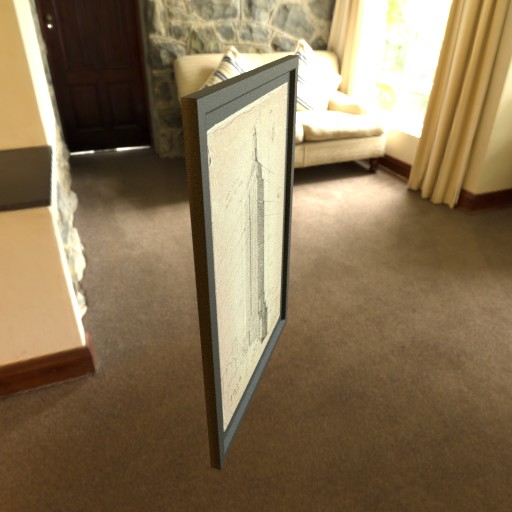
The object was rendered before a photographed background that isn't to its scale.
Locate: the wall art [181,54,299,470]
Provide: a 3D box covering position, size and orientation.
[{"bbox_3d":[0.000,0.000,0.554,0.013,0.431,0.303,10,32,16],"label":"wall art"}]
